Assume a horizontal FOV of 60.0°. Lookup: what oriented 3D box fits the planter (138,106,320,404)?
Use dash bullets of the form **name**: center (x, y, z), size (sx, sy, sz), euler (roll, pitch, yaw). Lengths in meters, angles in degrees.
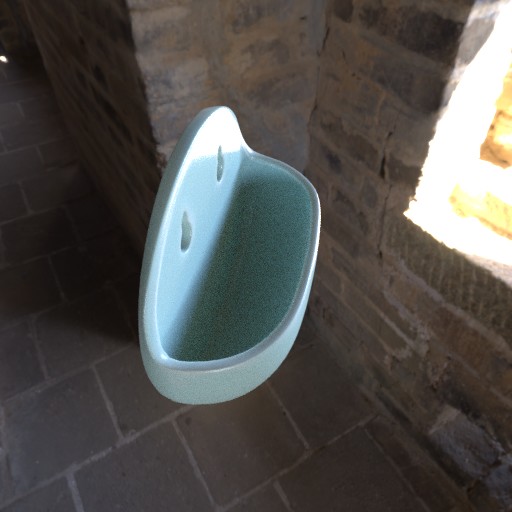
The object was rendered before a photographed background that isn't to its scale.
- **planter**: center (0.000, 0.000, 0.272), size (0.073, 0.164, 0.189), euler (9, 46, 9)
